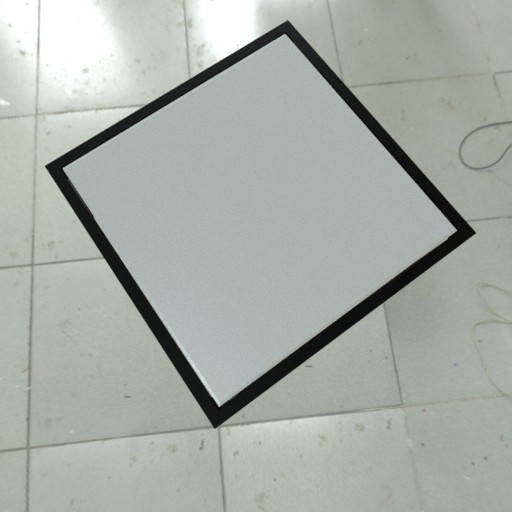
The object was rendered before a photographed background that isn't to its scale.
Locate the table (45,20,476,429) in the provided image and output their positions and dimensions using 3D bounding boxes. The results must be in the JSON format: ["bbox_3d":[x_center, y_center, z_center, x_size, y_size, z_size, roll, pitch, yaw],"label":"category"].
[{"bbox_3d":[0.000,0.000,0.801,0.378,0.540,0.378,-35,78,-9],"label":"table"}]
